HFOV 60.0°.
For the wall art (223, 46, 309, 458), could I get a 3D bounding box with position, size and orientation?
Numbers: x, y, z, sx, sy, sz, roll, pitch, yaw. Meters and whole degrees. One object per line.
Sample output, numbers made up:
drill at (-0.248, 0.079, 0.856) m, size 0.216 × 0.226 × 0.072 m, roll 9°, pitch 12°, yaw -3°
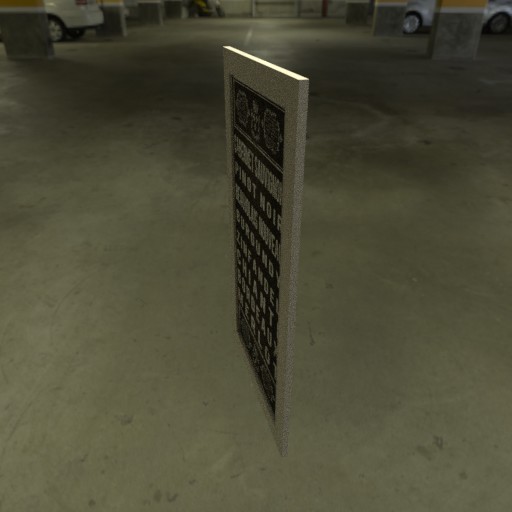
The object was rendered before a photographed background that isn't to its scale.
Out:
wall art at (0.000, 0.000, 0.835) m, size 0.013 × 0.683 × 0.380 m, roll -9°, pitch 32°, yaw -14°
